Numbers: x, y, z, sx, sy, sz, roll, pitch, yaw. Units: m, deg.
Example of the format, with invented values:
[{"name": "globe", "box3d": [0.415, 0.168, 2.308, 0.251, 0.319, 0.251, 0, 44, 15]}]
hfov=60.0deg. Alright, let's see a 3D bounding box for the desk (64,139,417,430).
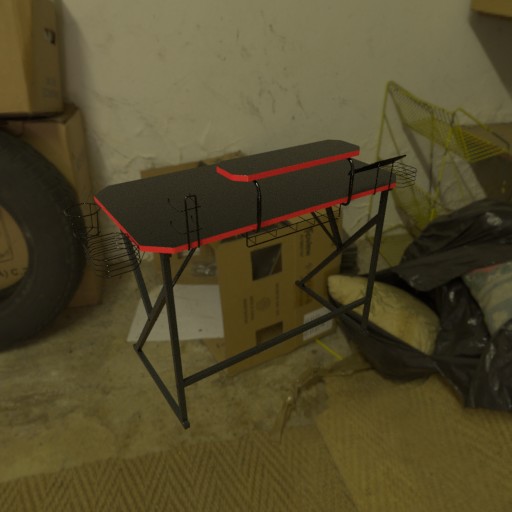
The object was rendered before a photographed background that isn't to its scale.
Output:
[{"name": "desk", "box3d": [0.000, 0.000, 1.743, 1.280, 0.913, 0.588, -19, 35, -29]}]
